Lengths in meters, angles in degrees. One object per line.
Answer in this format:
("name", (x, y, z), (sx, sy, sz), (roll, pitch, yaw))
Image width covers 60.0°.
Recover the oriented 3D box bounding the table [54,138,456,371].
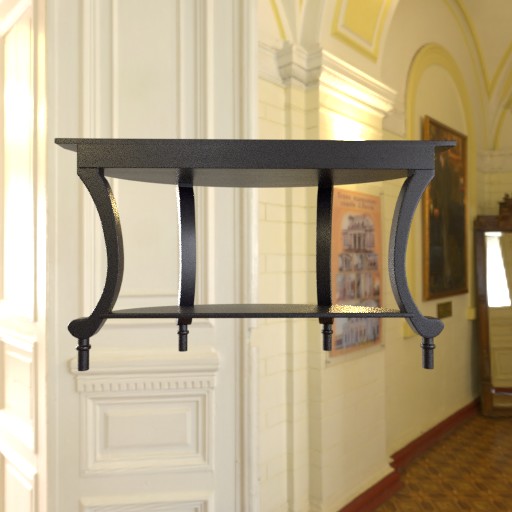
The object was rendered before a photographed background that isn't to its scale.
("table", (0.000, 0.000, 1.515), (1.198, 0.692, 0.394), (0, -1, -1))
